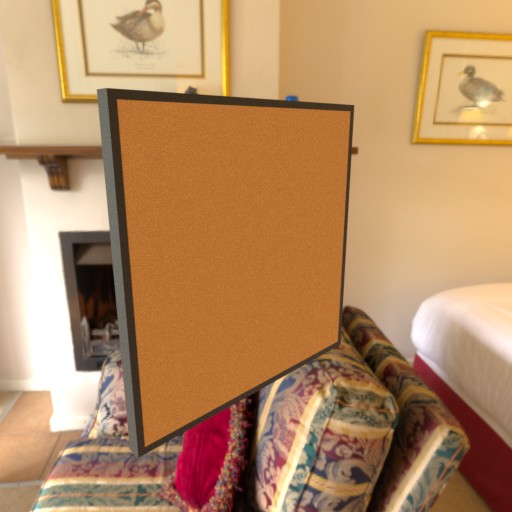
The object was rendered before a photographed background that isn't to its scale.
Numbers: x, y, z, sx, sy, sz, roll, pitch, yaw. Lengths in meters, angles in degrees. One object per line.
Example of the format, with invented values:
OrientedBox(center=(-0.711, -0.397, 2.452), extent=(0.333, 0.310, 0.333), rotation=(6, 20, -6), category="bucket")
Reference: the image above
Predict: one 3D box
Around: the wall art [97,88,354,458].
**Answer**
OrientedBox(center=(0.000, 0.000, 1.140), extent=(0.763, 0.763, 0.038), rotation=(-15, 22, -43), category="wall art")
